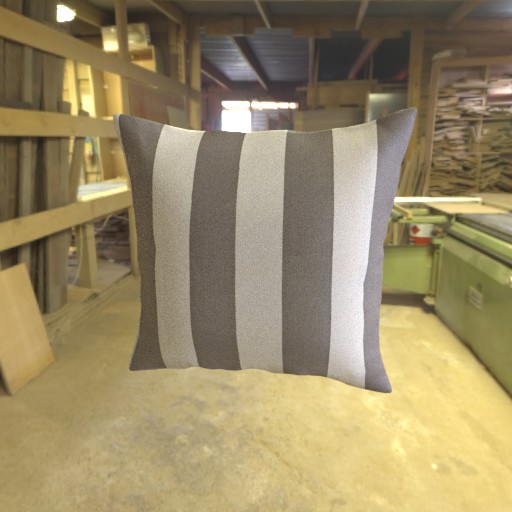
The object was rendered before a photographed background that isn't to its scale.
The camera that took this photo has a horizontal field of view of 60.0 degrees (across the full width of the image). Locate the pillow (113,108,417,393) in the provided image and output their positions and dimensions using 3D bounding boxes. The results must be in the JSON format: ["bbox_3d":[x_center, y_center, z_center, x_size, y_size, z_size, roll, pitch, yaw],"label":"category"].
[{"bbox_3d":[0.000,0.000,0.808,0.522,0.507,0.192,2,13,9],"label":"pillow"}]
